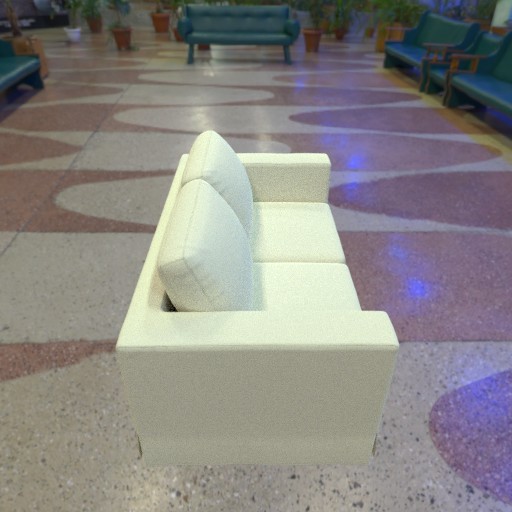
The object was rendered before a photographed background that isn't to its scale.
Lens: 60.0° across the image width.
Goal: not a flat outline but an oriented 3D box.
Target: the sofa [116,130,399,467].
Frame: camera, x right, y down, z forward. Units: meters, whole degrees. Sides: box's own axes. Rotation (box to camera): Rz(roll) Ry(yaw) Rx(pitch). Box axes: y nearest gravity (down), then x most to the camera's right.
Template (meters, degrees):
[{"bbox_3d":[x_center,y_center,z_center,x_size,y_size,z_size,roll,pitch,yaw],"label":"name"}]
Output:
[{"bbox_3d":[0.000,0.000,2.373,1.009,0.932,1.813,0,34,0],"label":"sofa"}]
